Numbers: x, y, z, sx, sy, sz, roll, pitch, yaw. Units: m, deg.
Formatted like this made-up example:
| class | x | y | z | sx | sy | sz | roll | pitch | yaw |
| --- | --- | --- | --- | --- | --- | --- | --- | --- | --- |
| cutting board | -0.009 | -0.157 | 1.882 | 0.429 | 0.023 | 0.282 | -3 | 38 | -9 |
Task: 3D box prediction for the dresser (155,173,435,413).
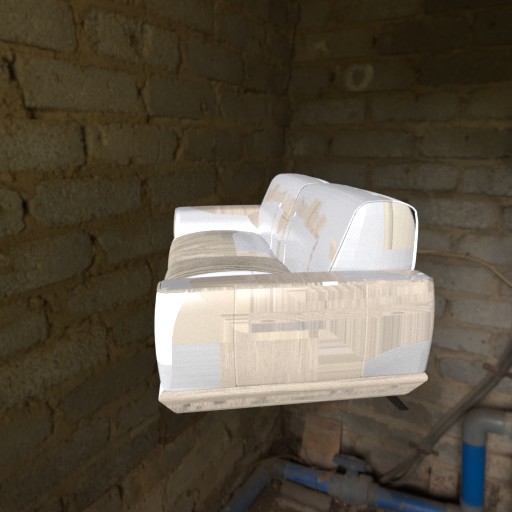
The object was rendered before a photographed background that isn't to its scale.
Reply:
| class | x | y | z | sx | sy | sz | roll | pitch | yaw |
| --- | --- | --- | --- | --- | --- | --- | --- | --- | --- |
| dresser | 0.000 | 0.000 | 5.581 | 2.251 | 1.863 | 4.679 | -2 | 14 | -8 |
